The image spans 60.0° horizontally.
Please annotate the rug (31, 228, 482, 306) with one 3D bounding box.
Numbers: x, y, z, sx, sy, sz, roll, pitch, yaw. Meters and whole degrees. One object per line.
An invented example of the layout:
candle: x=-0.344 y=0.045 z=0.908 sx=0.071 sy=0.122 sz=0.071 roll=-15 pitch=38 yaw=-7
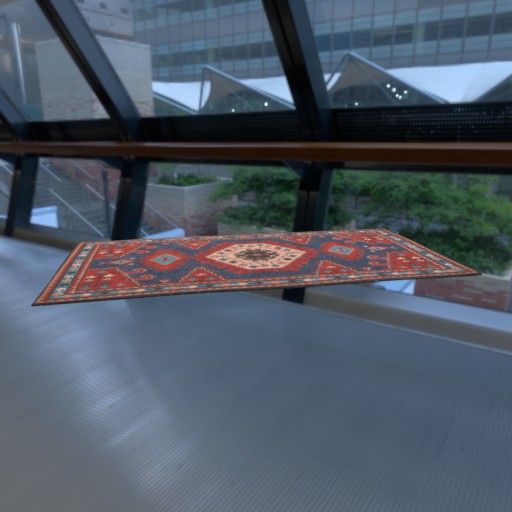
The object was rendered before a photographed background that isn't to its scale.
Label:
rug: x=0.000 y=0.000 z=3.632 sx=3.032 sy=0.034 sz=1.522 roll=-3 pitch=16 yaw=-11
